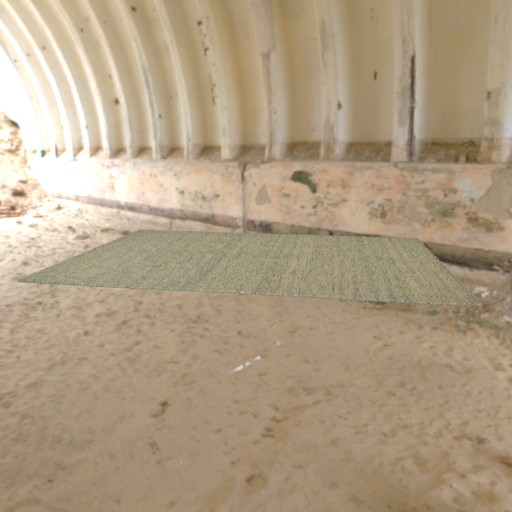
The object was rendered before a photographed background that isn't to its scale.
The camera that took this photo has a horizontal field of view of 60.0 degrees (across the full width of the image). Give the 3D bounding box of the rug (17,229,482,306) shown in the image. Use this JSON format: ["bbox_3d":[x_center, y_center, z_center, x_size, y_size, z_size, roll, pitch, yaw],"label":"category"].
[{"bbox_3d":[0.000,0.000,2.870,2.283,0.013,1.547,2,14,9],"label":"rug"}]
